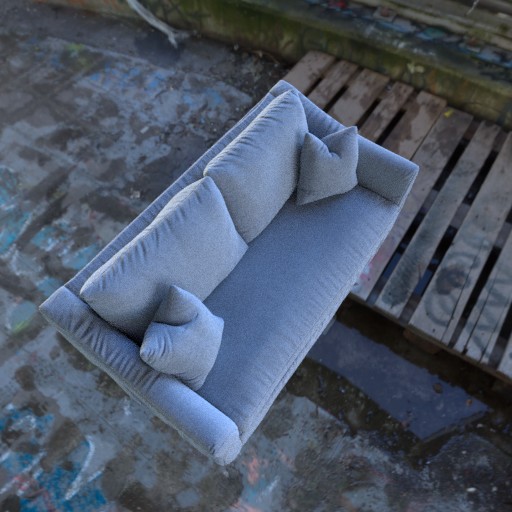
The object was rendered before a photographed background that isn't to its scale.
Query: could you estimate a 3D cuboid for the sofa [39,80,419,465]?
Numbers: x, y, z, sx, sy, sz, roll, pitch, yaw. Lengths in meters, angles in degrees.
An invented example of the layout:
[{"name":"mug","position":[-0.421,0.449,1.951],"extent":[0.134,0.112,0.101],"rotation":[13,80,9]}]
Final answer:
[{"name":"sofa","position":[0.000,0.000,2.589],"extent":[1.072,1.018,2.010],"rotation":[32,64,18]}]
